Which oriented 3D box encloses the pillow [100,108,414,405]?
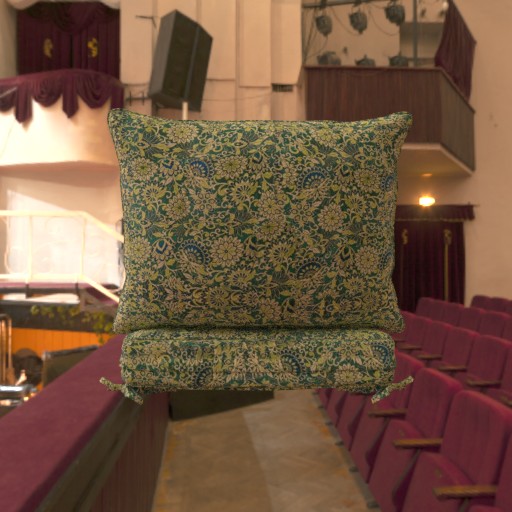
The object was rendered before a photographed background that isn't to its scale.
[{"bbox_3d":[0.000,0.000,1.385,0.798,0.722,0.740,0,-1,-1],"label":"pillow"}]
